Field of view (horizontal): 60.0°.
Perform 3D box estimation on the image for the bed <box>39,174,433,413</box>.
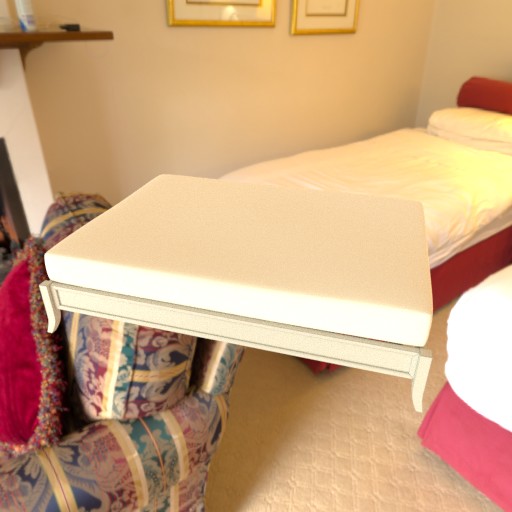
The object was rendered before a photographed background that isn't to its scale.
[{"bbox_3d":[0.000,0.000,2.706,1.985,0.510,1.460,8,30,14],"label":"bed"}]
